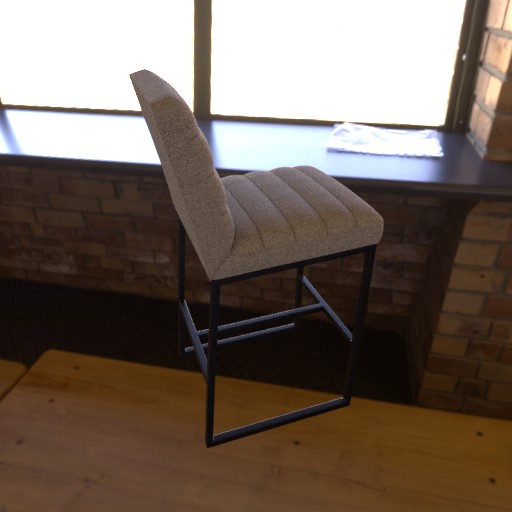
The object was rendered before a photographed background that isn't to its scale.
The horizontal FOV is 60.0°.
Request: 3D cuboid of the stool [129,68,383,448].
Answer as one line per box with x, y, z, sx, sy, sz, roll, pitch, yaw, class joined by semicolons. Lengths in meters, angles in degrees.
0.000;0.000;1.341;0.571;1.034;0.459;-10;32;-17;stool
